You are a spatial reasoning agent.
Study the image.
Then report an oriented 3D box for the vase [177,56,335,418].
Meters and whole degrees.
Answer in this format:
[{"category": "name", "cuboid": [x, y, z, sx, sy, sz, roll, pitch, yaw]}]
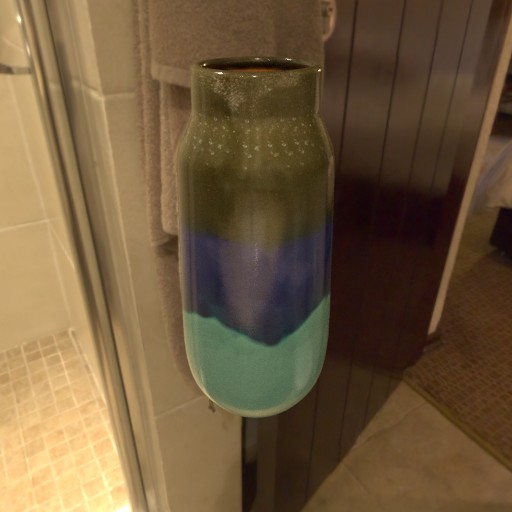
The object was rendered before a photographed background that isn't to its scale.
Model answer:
[{"category": "vase", "cuboid": [0.000, 0.000, 0.389, 0.139, 0.313, 0.139, 0, 30, 0]}]
